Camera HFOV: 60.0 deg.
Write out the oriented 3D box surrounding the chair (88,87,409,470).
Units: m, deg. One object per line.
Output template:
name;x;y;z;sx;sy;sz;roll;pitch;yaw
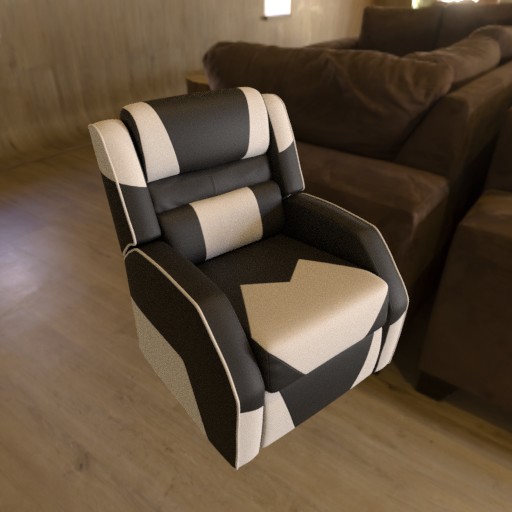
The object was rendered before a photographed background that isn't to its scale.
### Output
chair;0.000;0.000;1.282;0.620;0.805;0.672;-22;38;-31
